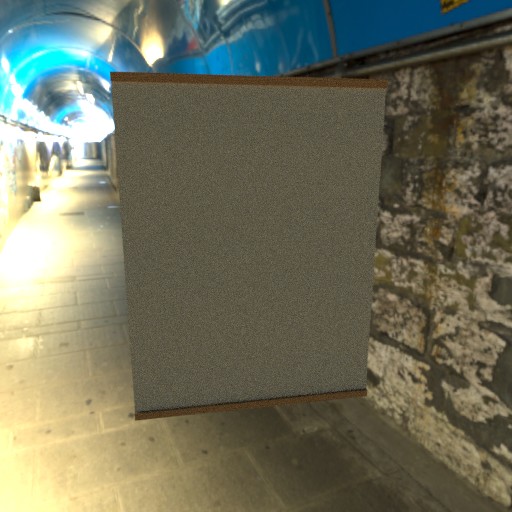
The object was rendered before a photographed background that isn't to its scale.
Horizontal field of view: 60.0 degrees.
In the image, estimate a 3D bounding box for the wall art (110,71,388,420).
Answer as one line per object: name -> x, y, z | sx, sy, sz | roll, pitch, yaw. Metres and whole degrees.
wall art -> 0.000, 0.000, 0.797 | 0.458, 0.605, 0.011 | -3, 14, -10
